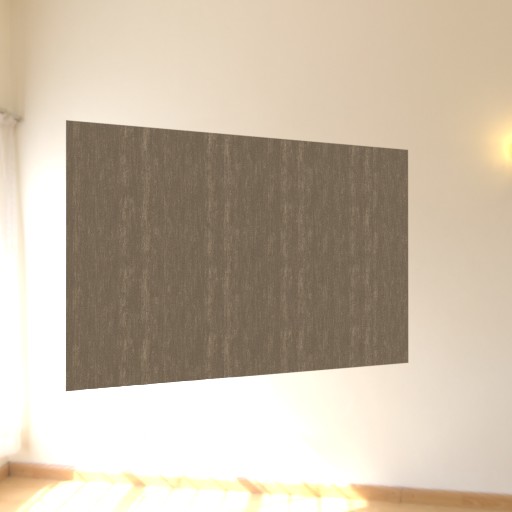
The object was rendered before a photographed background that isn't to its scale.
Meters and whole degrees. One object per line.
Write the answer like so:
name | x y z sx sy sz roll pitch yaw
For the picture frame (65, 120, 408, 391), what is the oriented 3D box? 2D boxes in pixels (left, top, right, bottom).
picture frame | 0.000 0.000 1.203 0.950 0.640 0.029 0 0 -18
